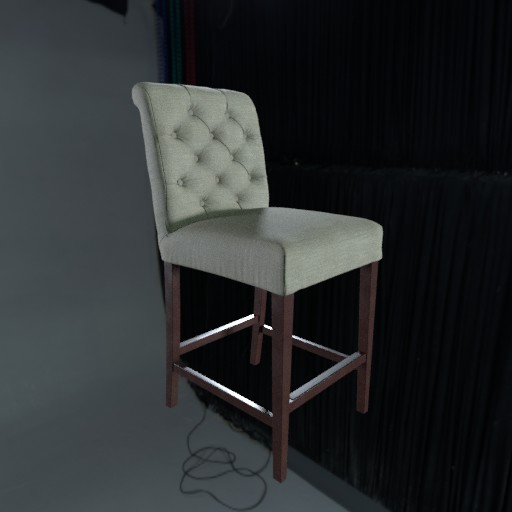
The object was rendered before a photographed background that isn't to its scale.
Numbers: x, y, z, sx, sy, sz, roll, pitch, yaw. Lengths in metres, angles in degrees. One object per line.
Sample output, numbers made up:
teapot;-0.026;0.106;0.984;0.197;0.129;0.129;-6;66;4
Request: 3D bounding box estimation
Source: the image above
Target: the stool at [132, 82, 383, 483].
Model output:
stool;0.000;0.000;1.445;0.660;1.084;0.486;13;19;42
